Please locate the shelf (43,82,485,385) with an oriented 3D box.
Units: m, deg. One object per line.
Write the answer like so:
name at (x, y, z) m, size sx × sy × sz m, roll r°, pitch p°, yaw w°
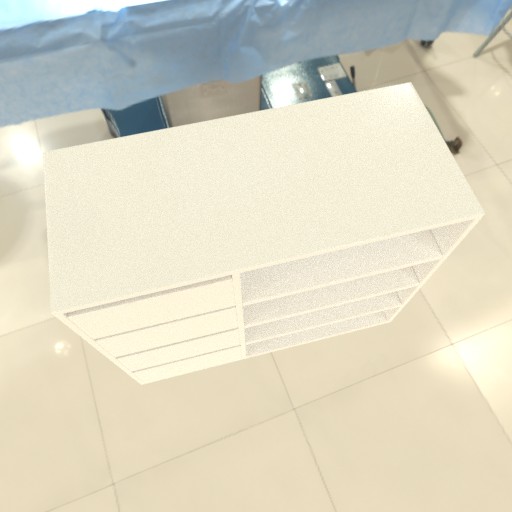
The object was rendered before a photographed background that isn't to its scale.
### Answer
shelf at (0.000, 0.000, 1.293) m, size 0.895 × 0.732 × 0.396 m, roll -13°, pitch 64°, yaw -6°
